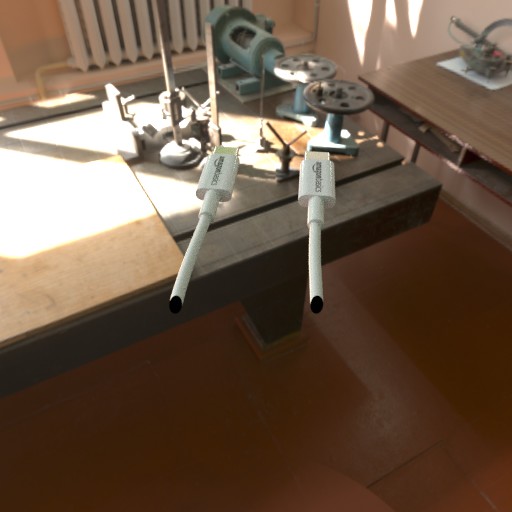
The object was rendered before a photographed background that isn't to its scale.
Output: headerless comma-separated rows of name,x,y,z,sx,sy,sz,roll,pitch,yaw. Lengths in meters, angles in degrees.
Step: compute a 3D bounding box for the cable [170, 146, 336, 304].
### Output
cable,0.000,0.000,0.111,0.041,0.005,0.098,4,45,4
